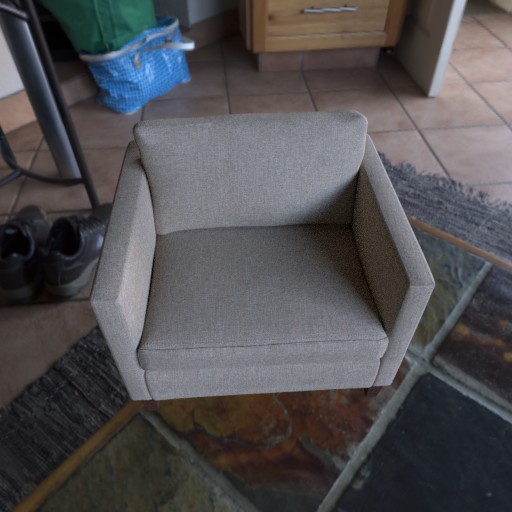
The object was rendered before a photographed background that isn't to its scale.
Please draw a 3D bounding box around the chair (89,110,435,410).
[{"bbox_3d":[0.000,0.000,1.872,1.107,0.987,0.959,-3,46,-3],"label":"chair"}]
